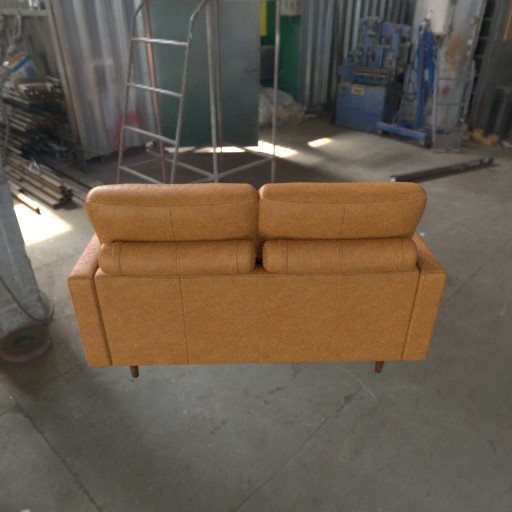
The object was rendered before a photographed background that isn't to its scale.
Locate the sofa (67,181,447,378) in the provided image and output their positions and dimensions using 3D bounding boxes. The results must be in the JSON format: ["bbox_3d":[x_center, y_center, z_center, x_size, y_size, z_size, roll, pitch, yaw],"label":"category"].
[{"bbox_3d":[0.000,0.000,2.027,1.430,0.898,0.868,-1,30,-1],"label":"sofa"}]
